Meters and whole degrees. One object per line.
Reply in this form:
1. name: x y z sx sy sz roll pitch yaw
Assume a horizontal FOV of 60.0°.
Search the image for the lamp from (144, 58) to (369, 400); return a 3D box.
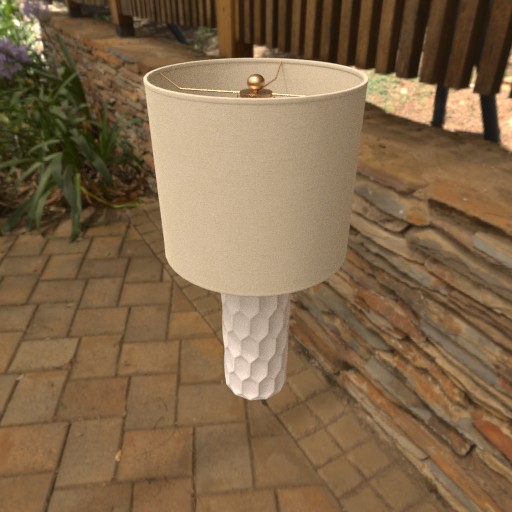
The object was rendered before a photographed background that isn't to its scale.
1. lamp: 0.000 0.000 0.697 0.277 0.537 0.277 -20 37 -29
